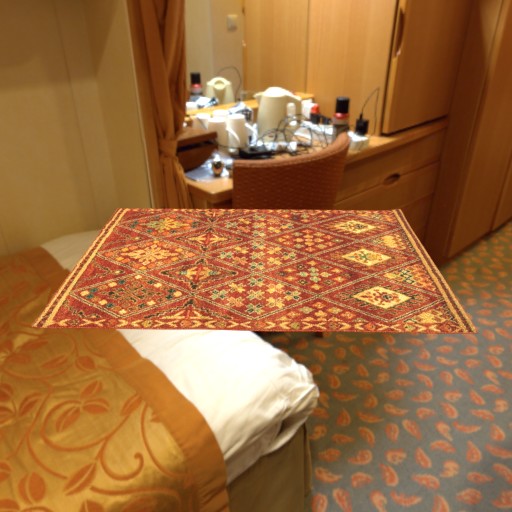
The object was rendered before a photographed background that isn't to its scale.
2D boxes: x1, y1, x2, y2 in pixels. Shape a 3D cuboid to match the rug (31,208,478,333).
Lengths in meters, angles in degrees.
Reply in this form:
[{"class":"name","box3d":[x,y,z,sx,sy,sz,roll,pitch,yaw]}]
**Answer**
[{"class":"rug","box3d":[0.000,0.000,2.911,2.286,0.026,1.521,1,30,1]}]
